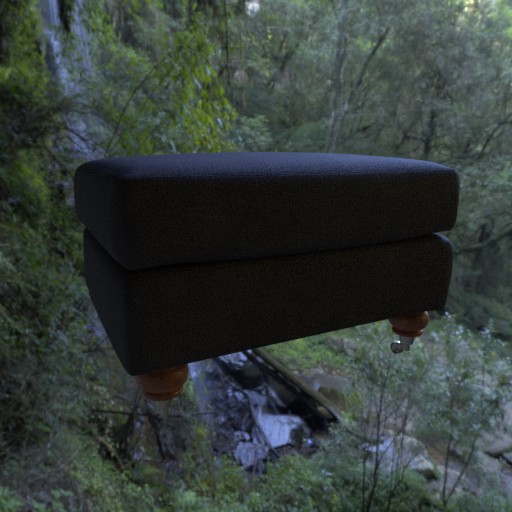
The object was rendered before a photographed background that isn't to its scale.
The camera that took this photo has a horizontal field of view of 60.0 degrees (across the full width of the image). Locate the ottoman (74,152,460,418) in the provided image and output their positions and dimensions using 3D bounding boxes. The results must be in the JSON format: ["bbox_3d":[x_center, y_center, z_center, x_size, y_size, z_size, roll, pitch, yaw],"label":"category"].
[{"bbox_3d":[0.000,0.000,1.089,0.773,0.497,0.574,-7,15,-26],"label":"ottoman"}]
